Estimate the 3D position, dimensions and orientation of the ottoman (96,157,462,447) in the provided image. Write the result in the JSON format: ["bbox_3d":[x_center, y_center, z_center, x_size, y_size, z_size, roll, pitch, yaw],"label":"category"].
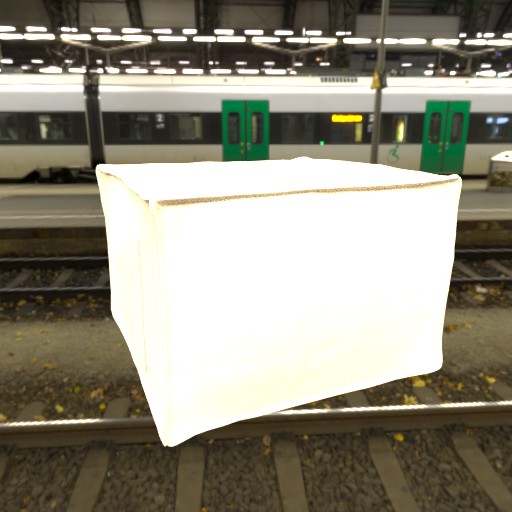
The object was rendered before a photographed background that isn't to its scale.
[{"bbox_3d":[0.000,0.000,1.145,0.696,0.470,0.707,-7,17,-24],"label":"ottoman"}]
